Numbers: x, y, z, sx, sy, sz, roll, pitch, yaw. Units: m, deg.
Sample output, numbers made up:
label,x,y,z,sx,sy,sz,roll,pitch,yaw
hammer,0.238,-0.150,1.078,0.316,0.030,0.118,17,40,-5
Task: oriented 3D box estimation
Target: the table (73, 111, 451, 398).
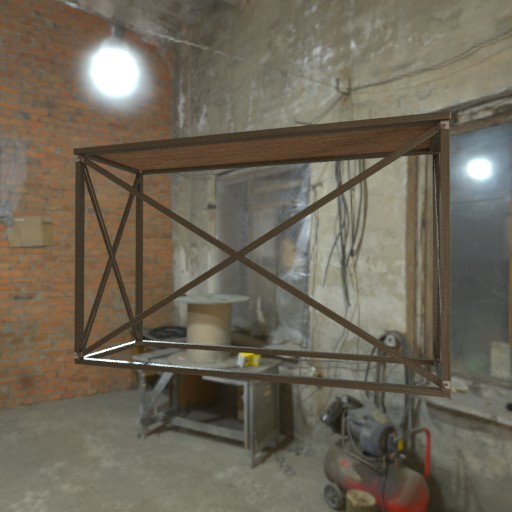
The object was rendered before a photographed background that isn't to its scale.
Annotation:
label,x,y,z,sx,sy,sz,roll,pitch,yaw
table,0.000,0.000,1.543,1.216,0.753,0.402,0,-1,19
